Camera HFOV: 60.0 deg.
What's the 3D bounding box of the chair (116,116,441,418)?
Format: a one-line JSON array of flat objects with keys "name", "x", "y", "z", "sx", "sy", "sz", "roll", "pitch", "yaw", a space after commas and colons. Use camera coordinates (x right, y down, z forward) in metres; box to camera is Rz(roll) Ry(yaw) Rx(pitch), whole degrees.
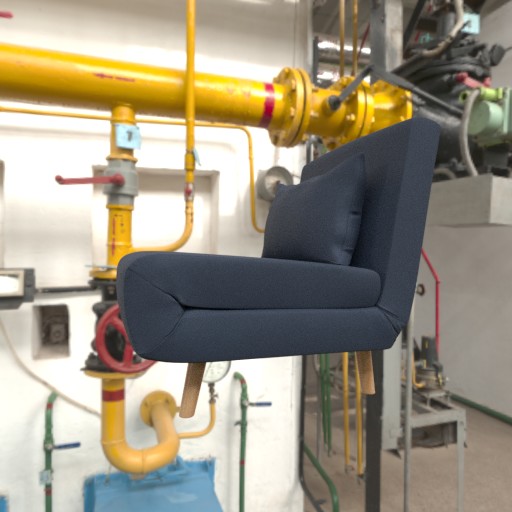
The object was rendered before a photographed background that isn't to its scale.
[{"name": "chair", "x": 0.000, "y": 0.000, "z": 1.497, "sx": 0.900, "sy": 0.808, "sz": 0.770, "roll": 0, "pitch": 1, "yaw": -18}]
